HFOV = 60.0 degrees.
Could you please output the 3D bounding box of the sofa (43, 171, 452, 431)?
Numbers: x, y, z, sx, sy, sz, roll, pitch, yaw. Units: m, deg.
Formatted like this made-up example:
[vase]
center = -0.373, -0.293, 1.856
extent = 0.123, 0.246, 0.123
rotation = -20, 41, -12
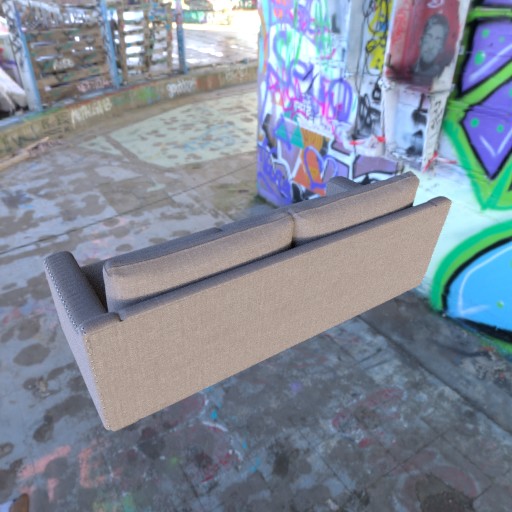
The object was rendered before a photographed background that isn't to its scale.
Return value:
[sofa]
center = 0.000, 0.000, 2.670
extent = 2.208, 0.857, 1.000
rotation = -19, 37, -28
